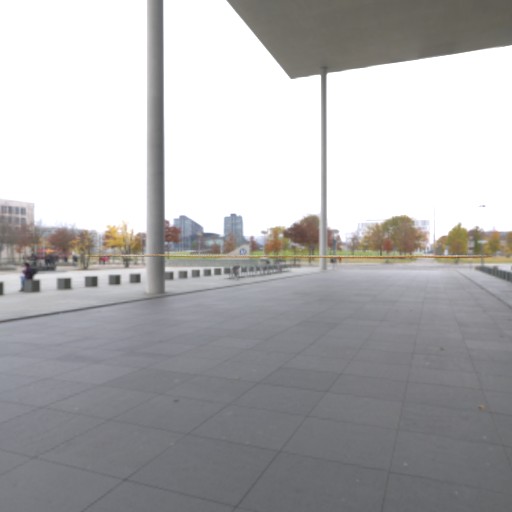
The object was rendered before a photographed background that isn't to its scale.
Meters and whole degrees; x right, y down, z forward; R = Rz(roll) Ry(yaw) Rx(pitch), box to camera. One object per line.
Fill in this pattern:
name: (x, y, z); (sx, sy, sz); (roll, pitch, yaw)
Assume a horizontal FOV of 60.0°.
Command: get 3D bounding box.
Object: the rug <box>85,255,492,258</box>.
rug: (0.000, 0.000, 2.517); (2.294, 0.014, 0.704); (0, 0, 37)
